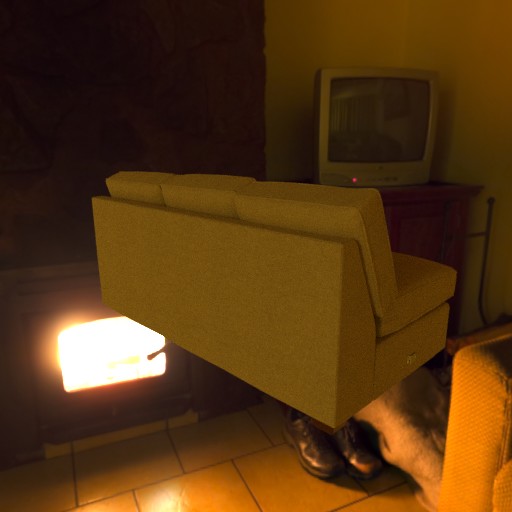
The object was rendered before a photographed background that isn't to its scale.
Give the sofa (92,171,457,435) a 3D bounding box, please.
[{"bbox_3d":[0.000,0.000,2.766,1.127,1.036,2.092,-14,20,-43],"label":"sofa"}]
